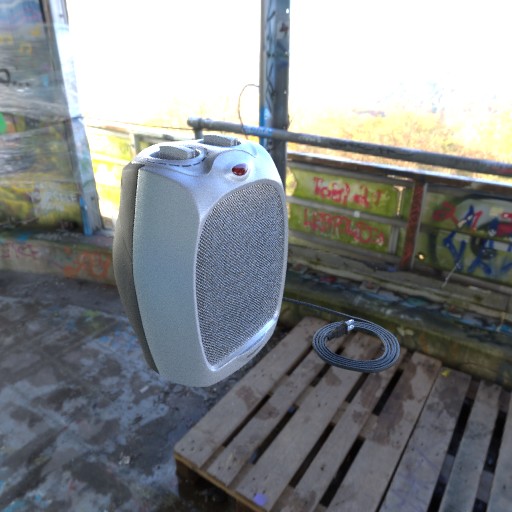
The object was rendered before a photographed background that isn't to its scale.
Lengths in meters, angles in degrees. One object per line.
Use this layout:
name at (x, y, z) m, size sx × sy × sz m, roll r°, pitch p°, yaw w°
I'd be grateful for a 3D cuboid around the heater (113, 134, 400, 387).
heater at (0.000, 0.000, 0.472) m, size 0.291 × 0.240 × 0.239 m, roll 18°, pitch 32°, yaw 32°
